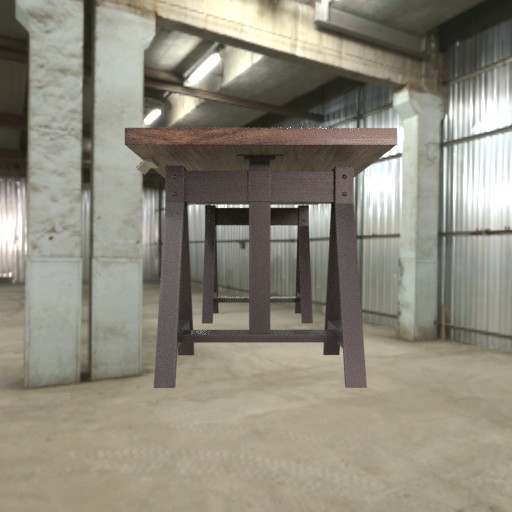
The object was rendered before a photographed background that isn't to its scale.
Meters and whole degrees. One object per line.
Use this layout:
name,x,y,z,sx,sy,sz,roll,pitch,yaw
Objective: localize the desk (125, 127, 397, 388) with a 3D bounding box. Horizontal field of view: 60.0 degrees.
desk,0.000,0.000,2.002,0.784,0.725,1.543,0,0,0
